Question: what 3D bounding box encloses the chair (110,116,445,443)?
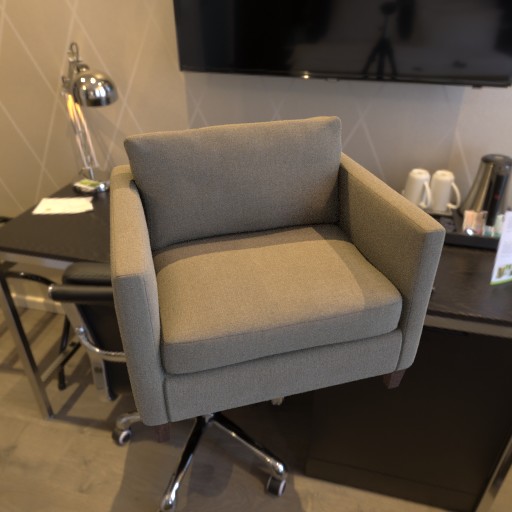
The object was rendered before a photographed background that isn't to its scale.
[{"bbox_3d":[0.000,0.000,1.847,1.107,0.963,0.959,-8,32,-13],"label":"chair"}]
